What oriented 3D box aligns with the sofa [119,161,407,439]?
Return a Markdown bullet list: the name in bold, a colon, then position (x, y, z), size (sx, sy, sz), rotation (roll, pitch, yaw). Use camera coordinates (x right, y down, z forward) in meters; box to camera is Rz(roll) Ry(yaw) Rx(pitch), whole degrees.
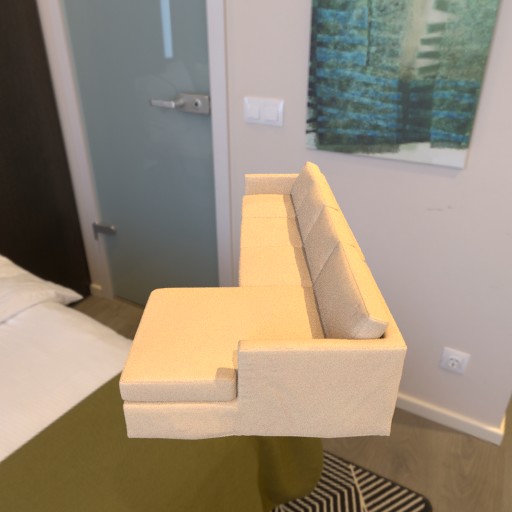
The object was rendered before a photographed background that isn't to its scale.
- **sofa**: position (0.000, 0.000, 3.895), size (1.622, 0.871, 3.206), rotation (0, 28, -1)
